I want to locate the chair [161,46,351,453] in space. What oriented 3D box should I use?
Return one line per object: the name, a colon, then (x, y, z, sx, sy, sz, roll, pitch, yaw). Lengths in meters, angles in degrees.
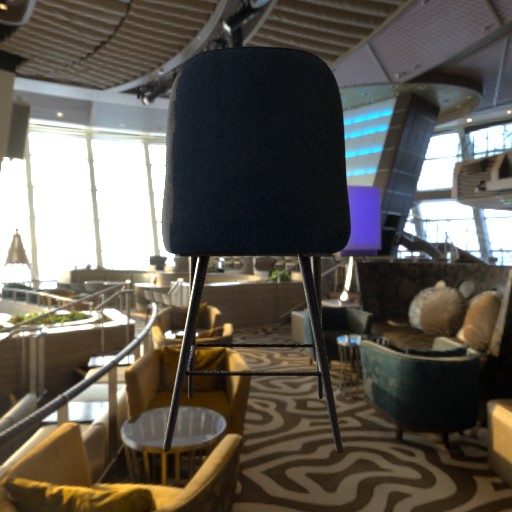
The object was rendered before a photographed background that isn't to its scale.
chair: (0.000, 0.000, 1.223, 0.526, 0.927, 0.489, 0, 1, 1)
